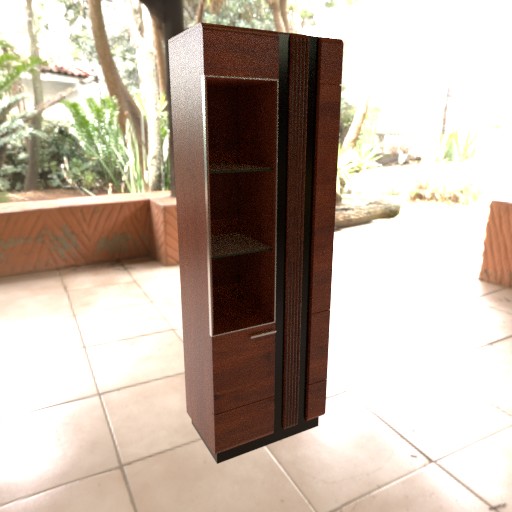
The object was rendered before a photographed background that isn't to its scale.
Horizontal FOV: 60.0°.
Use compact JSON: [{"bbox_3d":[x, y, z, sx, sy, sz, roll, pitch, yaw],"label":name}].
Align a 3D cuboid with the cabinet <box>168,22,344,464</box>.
[{"bbox_3d":[0.000,0.000,2.214,0.660,1.980,0.420,-8,18,-27],"label":"cabinet"}]
